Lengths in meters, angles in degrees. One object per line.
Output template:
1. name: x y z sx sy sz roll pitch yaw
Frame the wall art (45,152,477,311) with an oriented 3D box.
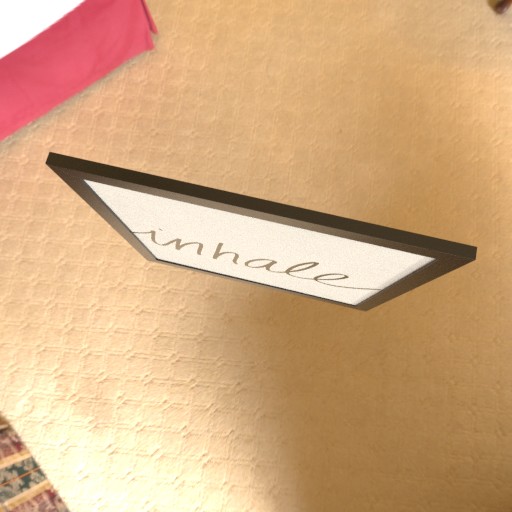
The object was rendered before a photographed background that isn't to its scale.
1. wall art: 0.000 0.000 0.664 0.446 0.445 0.014 13 77 3
